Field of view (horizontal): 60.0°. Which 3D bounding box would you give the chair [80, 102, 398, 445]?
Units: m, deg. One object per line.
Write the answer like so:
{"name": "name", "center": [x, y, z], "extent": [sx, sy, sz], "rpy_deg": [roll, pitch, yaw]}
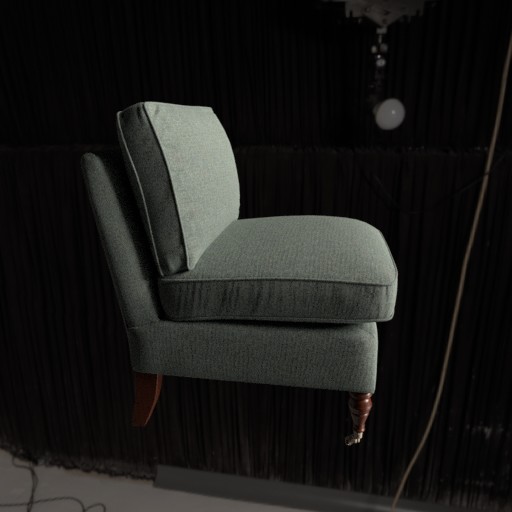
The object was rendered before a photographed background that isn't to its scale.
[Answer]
{"name": "chair", "center": [0.000, 0.000, 1.391], "extent": [0.796, 0.901, 0.624], "rpy_deg": [3, 17, 9]}
